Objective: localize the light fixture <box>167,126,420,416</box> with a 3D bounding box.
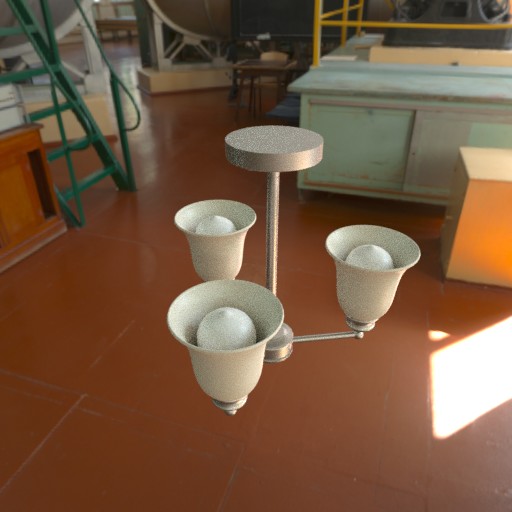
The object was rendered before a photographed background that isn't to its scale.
[{"bbox_3d":[0.000,0.000,0.663,0.388,0.370,0.354,-21,37,-31],"label":"light fixture"}]
